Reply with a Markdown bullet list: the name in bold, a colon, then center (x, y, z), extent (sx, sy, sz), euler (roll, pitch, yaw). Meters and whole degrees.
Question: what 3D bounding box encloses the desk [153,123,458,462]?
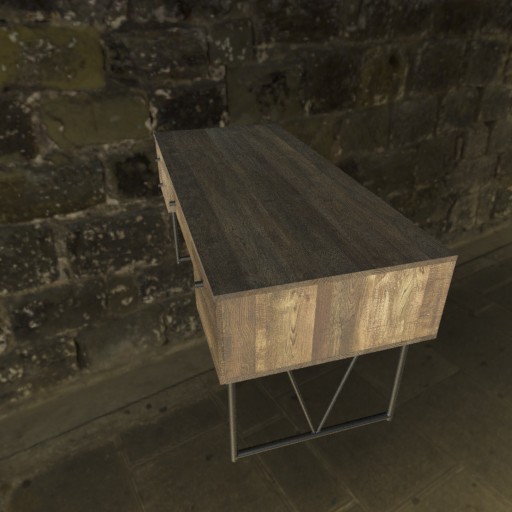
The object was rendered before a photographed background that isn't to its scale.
- **desk**: center (0.000, 0.000, 2.035), extent (0.730, 0.780, 1.600), euler (-9, 31, -14)
